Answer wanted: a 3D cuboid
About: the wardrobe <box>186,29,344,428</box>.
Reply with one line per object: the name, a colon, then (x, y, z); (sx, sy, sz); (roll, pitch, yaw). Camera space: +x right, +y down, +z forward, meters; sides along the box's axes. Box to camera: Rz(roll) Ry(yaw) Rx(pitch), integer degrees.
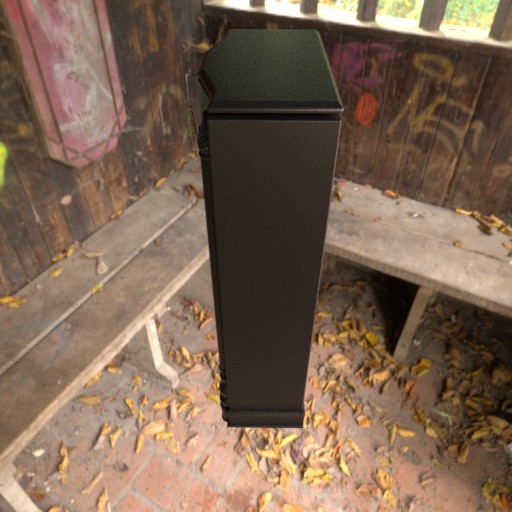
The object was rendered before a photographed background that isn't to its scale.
wardrobe: (0.000, 0.000, 1.187); (0.295, 1.011, 0.444); (1, 42, 1)
